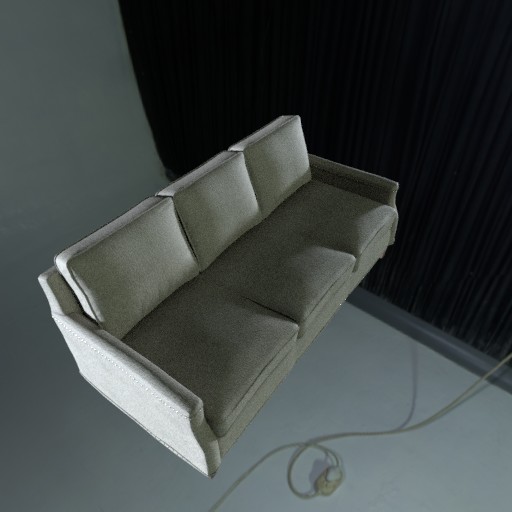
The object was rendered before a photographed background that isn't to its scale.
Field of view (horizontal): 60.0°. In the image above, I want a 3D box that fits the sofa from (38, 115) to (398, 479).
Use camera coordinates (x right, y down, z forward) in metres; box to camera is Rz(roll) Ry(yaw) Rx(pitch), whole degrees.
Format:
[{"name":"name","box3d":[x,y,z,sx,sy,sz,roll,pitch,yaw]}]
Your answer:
[{"name":"sofa","box3d":[0.000,0.000,2.794,1.084,1.003,2.246,25,47,26]}]
